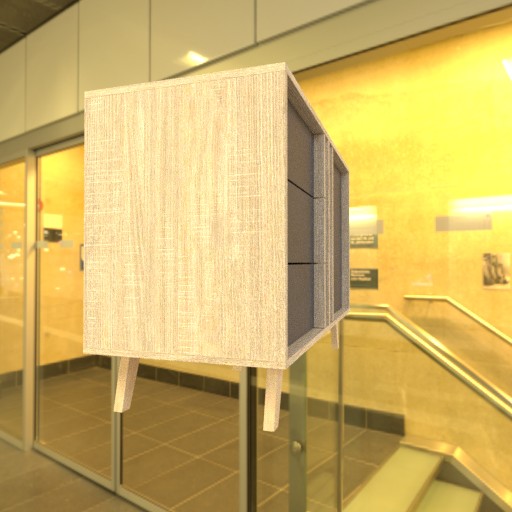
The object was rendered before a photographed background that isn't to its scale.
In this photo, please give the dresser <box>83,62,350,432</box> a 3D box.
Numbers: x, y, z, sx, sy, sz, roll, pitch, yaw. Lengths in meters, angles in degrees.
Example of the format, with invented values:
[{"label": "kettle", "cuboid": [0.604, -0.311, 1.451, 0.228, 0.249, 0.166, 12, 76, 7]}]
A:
[{"label": "dresser", "cuboid": [0.000, 0.000, 1.510, 0.500, 0.780, 1.110, 0, -1, 19]}]
